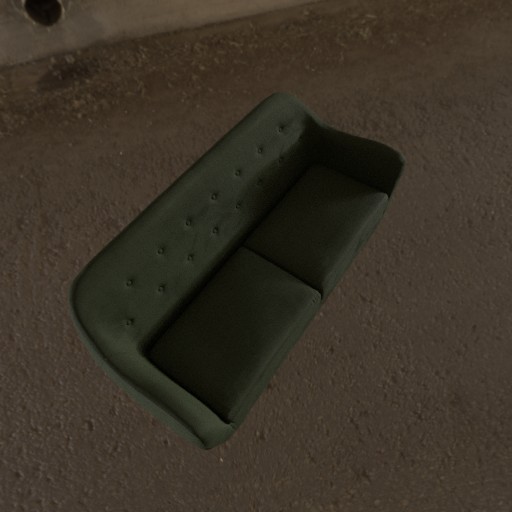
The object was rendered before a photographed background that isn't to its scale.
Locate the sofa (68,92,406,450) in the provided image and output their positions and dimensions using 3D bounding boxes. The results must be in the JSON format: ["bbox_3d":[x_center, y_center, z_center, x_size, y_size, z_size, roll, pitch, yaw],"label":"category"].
[{"bbox_3d":[0.000,0.000,2.324,0.820,0.836,1.840,31,62,18],"label":"sofa"}]
